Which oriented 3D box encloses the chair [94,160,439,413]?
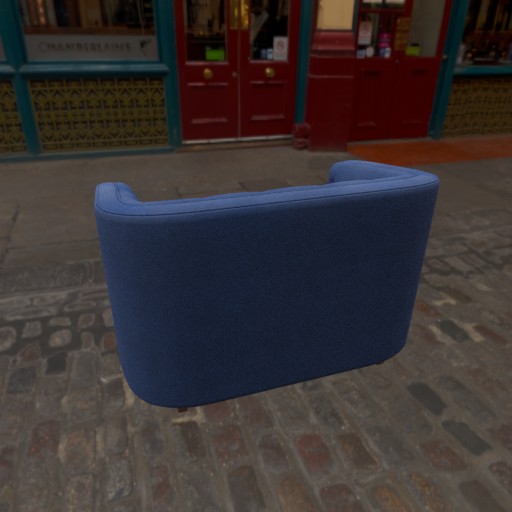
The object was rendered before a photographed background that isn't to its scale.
[{"bbox_3d":[0.000,0.000,1.743,1.118,0.787,0.914,-8,28,-16],"label":"chair"}]
